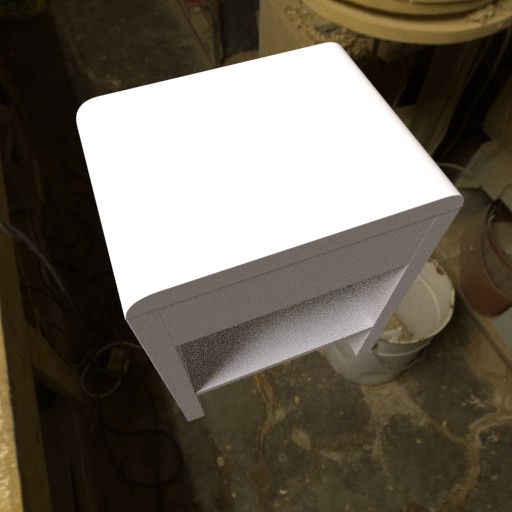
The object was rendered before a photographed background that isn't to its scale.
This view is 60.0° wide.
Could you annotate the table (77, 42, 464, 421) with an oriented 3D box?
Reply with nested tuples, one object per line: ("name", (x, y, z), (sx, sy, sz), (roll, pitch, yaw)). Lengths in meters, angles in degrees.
("table", (0.000, 0.000, 0.847), (0.450, 0.590, 0.350), (-18, 60, -11))
